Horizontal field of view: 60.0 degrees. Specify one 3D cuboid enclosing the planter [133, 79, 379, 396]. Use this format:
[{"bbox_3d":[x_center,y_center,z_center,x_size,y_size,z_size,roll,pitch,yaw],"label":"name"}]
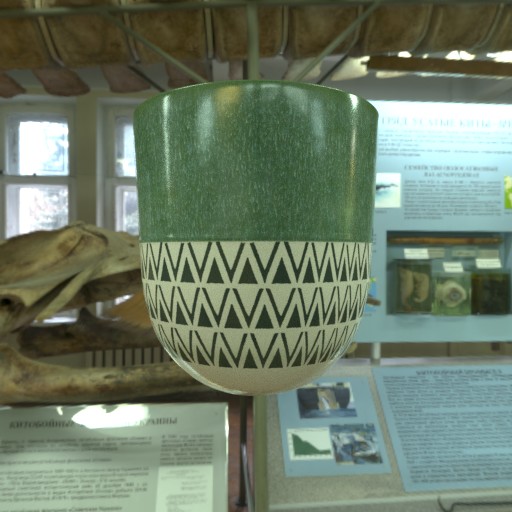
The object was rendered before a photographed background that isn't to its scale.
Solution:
[{"bbox_3d":[0.000,0.000,0.364,0.195,0.214,0.195,0,1,0],"label":"planter"}]
